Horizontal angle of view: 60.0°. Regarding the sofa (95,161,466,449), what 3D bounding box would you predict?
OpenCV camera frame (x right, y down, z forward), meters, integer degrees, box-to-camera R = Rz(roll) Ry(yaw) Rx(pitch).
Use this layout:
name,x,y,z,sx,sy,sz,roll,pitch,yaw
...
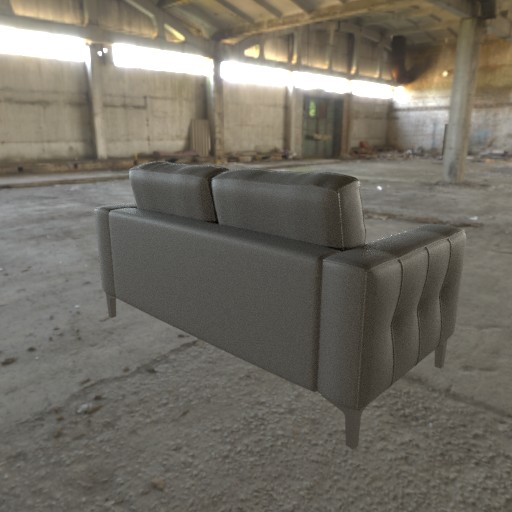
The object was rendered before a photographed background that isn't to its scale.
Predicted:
name,x,y,z,sx,sy,sz,roll,pitch,yaw
sofa,0.000,0.000,2.193,1.726,0.893,0.833,14,21,42
